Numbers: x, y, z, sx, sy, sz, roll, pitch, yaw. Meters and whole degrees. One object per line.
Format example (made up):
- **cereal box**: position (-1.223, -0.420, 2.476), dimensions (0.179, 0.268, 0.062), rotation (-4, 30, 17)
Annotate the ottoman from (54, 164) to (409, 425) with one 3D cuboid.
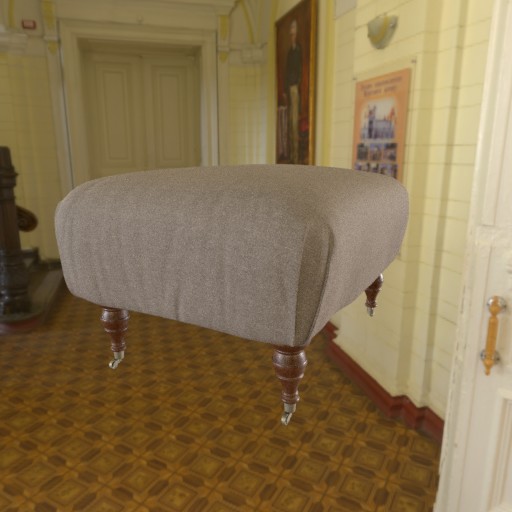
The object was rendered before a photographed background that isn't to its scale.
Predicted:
- **ottoman**: position (0.000, 0.000, 1.115), dimensions (0.622, 0.450, 0.747), rotation (8, 16, 28)
